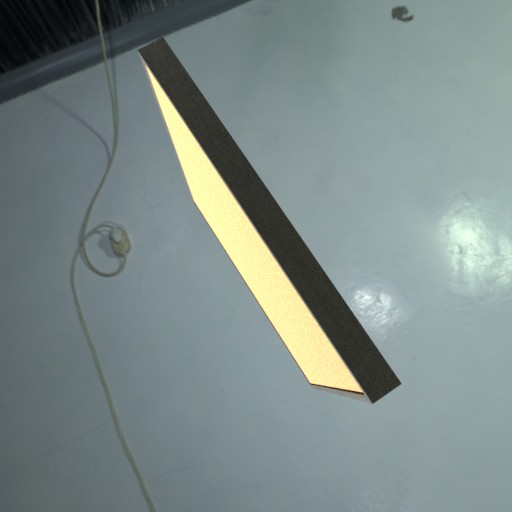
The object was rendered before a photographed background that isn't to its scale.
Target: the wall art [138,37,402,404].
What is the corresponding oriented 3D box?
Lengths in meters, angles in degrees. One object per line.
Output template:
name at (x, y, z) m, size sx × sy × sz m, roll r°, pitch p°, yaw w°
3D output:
wall art at (0.000, 0.000, 0.757) m, size 0.037 × 0.507 × 0.507 m, roll -31°, pitch 77°, yaw -8°
